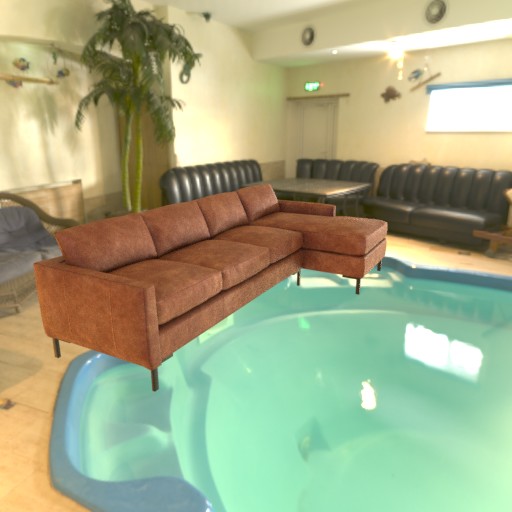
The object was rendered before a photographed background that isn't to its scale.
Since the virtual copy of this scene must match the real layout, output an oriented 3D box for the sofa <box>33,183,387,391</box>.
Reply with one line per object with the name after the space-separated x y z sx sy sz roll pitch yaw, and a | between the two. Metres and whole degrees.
0.000 0.000 3.652 1.471 0.859 2.993 9 18 28 | sofa
